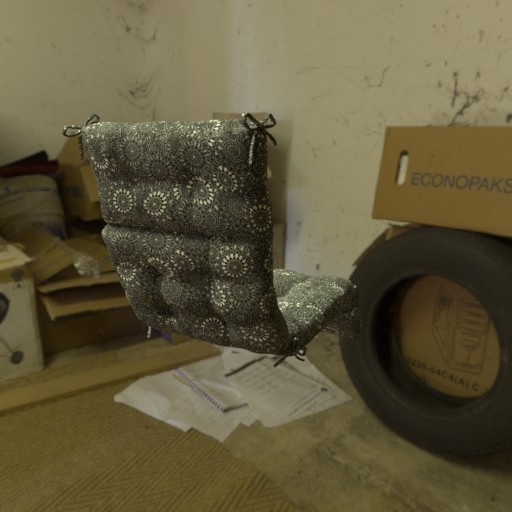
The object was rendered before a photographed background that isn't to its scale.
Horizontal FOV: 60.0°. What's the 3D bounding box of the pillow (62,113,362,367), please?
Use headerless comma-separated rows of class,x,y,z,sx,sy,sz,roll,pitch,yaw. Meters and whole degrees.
pillow,0.000,0.000,1.455,0.526,0.863,1.016,8,17,27
